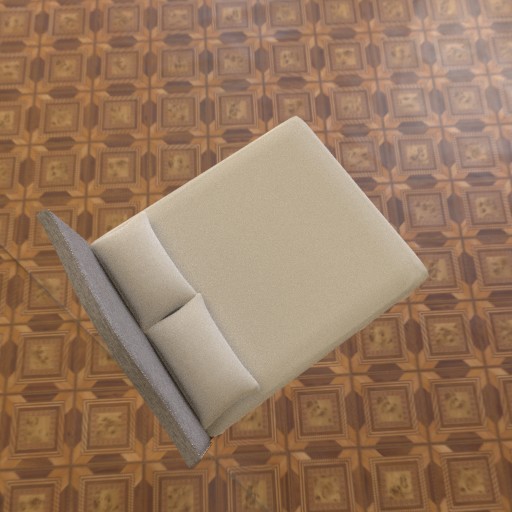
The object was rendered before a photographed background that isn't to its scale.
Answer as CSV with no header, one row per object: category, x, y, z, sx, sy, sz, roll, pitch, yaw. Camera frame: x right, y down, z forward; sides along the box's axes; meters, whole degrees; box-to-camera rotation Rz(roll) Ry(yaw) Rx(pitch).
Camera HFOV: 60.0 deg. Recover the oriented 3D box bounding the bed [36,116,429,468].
bed,0.000,0.000,2.867,1.870,1.295,1.610,-34,77,-9
